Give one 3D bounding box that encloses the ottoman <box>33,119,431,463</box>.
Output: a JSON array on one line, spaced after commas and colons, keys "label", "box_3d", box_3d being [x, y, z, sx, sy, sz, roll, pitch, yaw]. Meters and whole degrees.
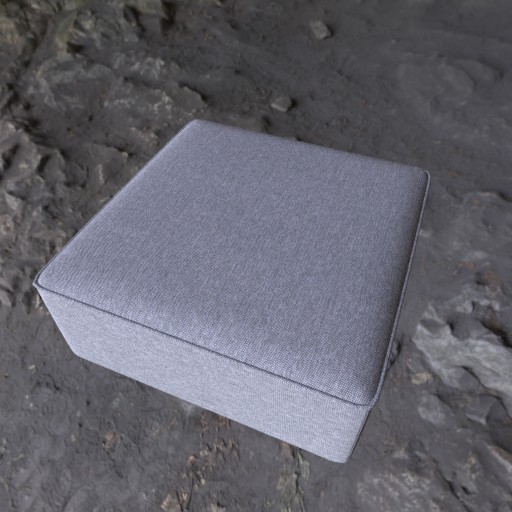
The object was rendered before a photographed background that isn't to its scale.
[{"label": "ottoman", "box_3d": [0.000, 0.000, 1.572, 1.005, 0.455, 1.005, 17, 49, 15]}]
